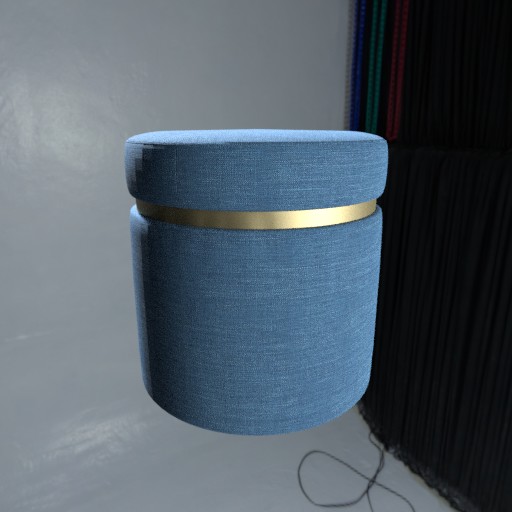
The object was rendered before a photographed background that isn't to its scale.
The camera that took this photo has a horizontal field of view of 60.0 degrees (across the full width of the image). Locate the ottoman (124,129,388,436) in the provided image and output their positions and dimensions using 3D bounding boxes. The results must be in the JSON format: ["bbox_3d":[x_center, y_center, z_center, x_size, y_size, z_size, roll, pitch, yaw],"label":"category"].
[{"bbox_3d":[0.000,0.000,0.738,0.398,0.406,0.398,0,16,0],"label":"ottoman"}]
